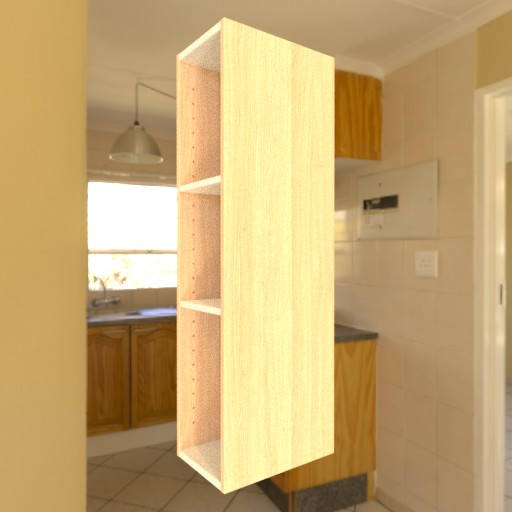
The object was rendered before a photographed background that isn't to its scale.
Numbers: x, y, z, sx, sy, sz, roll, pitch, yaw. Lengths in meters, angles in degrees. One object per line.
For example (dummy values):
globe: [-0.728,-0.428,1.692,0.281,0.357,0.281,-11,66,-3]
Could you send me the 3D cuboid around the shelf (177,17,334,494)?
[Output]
shelf: [0.000,0.000,0.984,0.290,0.882,0.197,0,0,-36]
